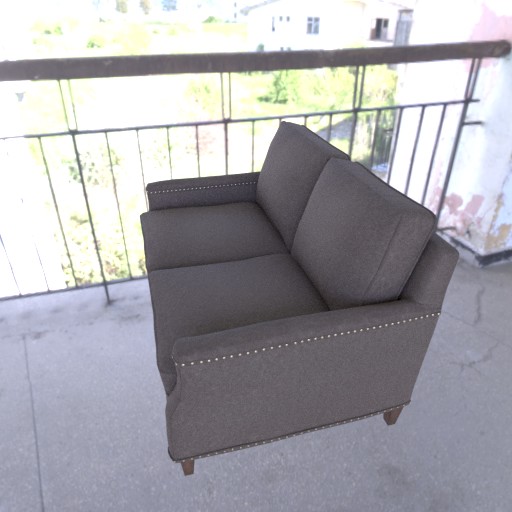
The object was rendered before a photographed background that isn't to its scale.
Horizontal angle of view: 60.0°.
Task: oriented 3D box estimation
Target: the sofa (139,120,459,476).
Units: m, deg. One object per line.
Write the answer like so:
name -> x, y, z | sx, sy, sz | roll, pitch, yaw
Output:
sofa -> 0.000, 0.000, 2.210 | 1.084, 1.003, 1.597 | -8, 31, -13
